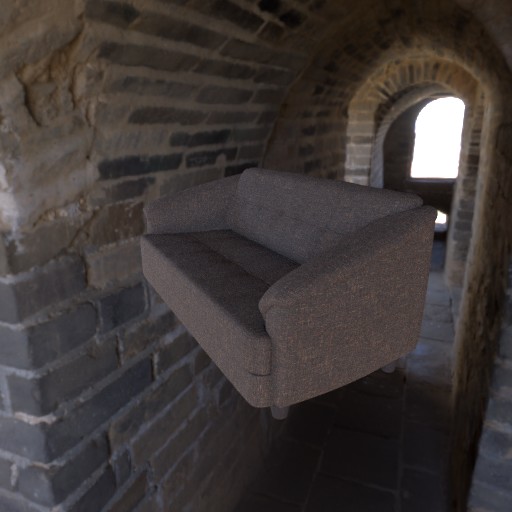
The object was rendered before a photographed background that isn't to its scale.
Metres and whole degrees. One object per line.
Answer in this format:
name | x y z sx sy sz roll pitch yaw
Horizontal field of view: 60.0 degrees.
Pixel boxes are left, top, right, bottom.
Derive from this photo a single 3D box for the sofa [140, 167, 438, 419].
sofa | 0.000 0.000 2.329 0.887 0.790 1.849 -8 18 -26
